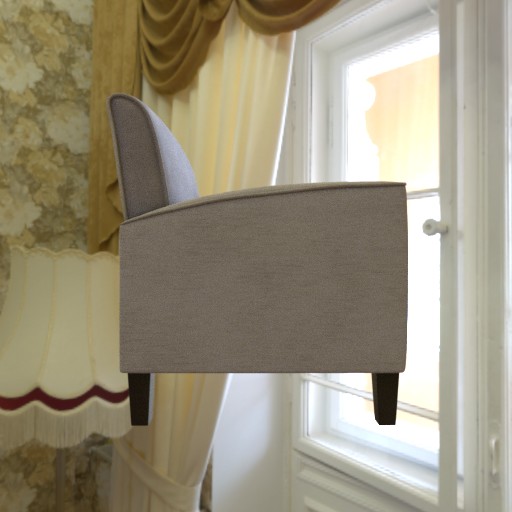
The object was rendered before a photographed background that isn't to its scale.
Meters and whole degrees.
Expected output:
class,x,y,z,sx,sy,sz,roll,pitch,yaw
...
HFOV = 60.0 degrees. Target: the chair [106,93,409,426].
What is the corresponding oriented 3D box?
class,x,y,z,sx,sy,sz,roll,pitch,yaw
chair,0.000,0.000,1.562,0.821,0.915,0.820,0,-1,0
